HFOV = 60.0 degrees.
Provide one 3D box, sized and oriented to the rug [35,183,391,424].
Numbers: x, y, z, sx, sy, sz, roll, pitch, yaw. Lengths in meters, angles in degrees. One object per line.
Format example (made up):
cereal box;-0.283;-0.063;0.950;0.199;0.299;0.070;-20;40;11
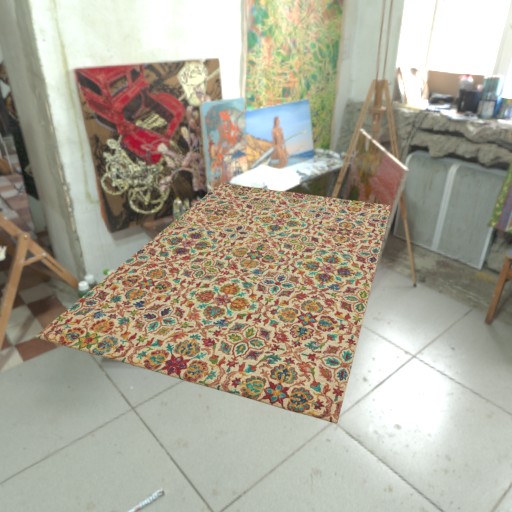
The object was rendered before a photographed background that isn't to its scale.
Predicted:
rug;0.000;0.000;2.348;1.226;0.013;1.838;10;32;17
